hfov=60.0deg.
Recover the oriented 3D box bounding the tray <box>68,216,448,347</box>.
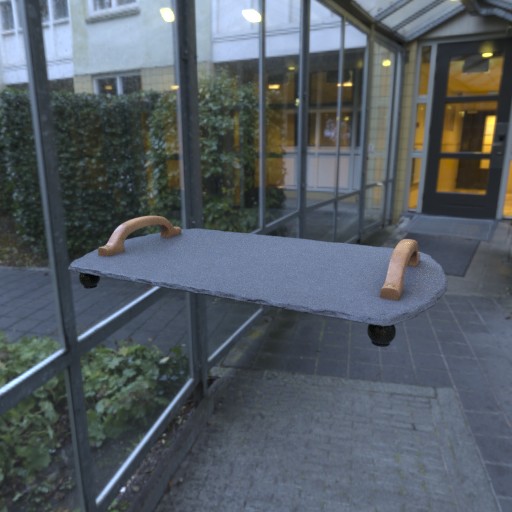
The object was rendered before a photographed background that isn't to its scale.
[{"bbox_3d":[0.000,0.000,0.482,0.387,0.062,0.231,7,16,26],"label":"tray"}]
